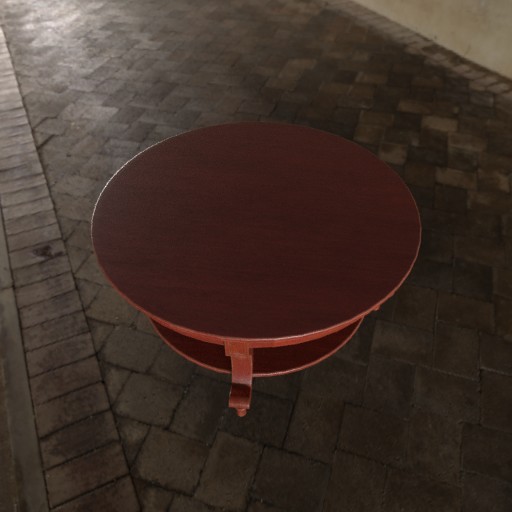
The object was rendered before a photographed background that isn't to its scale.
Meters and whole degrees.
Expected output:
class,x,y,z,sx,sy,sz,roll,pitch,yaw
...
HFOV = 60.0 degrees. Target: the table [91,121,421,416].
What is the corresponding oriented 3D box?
class,x,y,z,sx,sy,sz,roll,pitch,yaw
table,0.000,0.000,1.590,1.029,0.486,1.029,0,46,0
